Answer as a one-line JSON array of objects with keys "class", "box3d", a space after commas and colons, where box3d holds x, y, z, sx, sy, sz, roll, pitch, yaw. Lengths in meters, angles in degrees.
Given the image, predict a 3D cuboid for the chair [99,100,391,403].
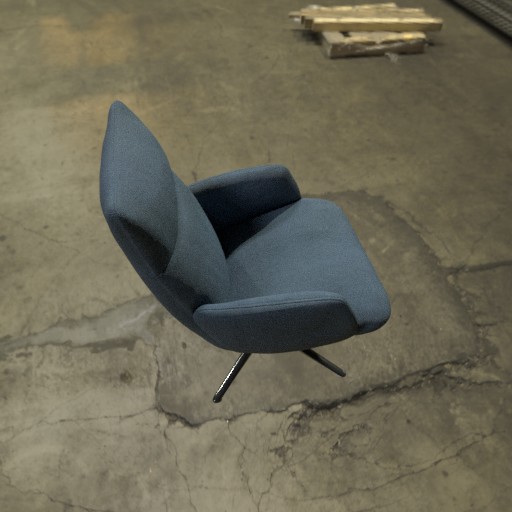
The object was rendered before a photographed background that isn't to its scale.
[{"class": "chair", "box3d": [0.000, 0.000, 1.587, 0.889, 1.016, 0.711, -9, 48, -8]}]
